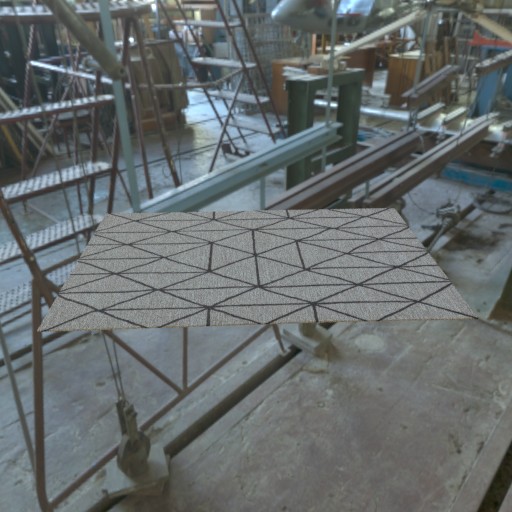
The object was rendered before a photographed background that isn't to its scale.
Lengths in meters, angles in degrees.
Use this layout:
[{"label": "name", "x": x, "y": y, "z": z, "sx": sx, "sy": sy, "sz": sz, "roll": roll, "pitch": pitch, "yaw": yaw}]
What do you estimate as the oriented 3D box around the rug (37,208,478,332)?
[{"label": "rug", "x": 0.000, "y": 0.000, "z": 3.126, "sx": 2.465, "sy": 0.008, "sz": 1.526, "roll": -1, "pitch": 30, "yaw": -2}]
